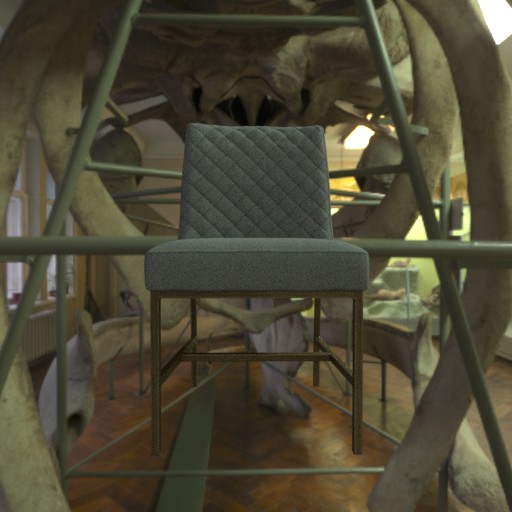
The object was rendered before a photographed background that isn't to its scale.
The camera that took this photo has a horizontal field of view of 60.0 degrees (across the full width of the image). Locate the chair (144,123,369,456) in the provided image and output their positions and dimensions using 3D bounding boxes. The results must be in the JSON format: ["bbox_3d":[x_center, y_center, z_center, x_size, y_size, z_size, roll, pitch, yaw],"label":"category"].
[{"bbox_3d":[0.000,0.000,1.263,0.508,0.889,0.587,0,1,0],"label":"chair"}]
